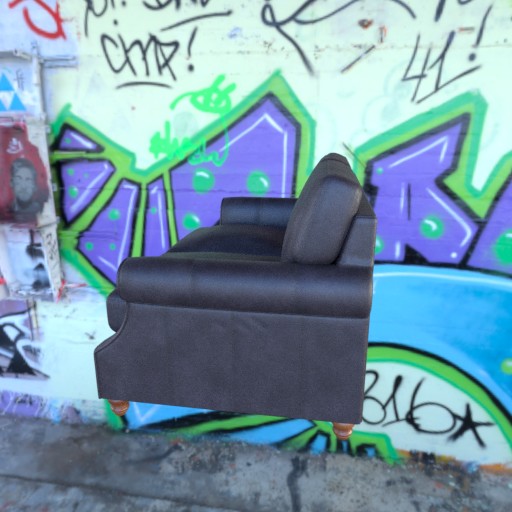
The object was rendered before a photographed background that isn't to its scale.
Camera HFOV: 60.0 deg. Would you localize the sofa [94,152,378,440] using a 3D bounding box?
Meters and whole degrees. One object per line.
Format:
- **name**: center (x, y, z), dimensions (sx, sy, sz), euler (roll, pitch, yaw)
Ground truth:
- **sofa**: center (0.000, 0.000, 2.270), dimensions (1.030, 0.979, 1.663), euler (3, 16, 9)
